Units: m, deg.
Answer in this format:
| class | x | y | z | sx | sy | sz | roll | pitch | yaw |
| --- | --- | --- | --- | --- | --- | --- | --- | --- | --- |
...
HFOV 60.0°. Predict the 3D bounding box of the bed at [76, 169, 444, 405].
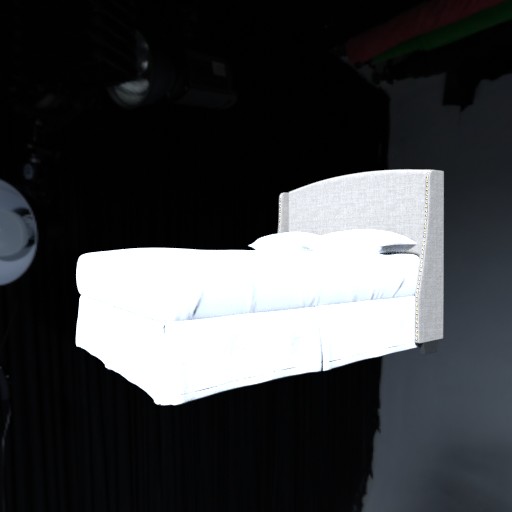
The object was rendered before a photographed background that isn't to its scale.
| class | x | y | z | sx | sy | sz | roll | pitch | yaw |
| --- | --- | --- | --- | --- | --- | --- | --- | --- | --- |
| bed | 0.000 | 0.000 | 3.324 | 2.237 | 1.407 | 1.710 | -1 | 2 | -36 |
